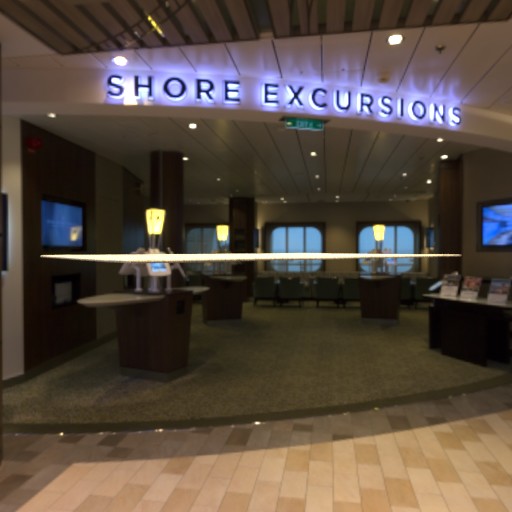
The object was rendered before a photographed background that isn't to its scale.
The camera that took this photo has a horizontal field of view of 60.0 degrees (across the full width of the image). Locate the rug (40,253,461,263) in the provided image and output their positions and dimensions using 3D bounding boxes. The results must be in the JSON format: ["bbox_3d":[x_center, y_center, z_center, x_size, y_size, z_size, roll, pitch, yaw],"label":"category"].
[{"bbox_3d":[0.000,0.000,2.347,1.850,0.015,1.250,-1,1,-37],"label":"rug"}]
